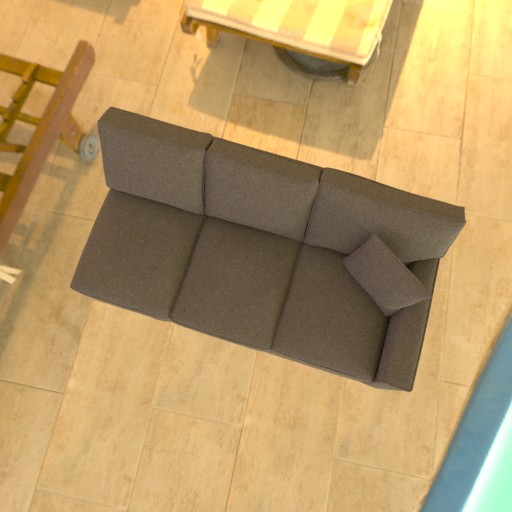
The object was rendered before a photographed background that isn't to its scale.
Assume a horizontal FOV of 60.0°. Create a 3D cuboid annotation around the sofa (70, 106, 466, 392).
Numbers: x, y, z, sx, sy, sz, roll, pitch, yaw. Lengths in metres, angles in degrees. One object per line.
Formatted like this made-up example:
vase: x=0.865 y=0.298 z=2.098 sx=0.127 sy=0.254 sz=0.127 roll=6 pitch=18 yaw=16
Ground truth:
sofa: x=0.000 y=0.000 z=2.585 sx=1.963 sy=0.946 sz=1.034 roll=17 pitch=76 yaw=4
